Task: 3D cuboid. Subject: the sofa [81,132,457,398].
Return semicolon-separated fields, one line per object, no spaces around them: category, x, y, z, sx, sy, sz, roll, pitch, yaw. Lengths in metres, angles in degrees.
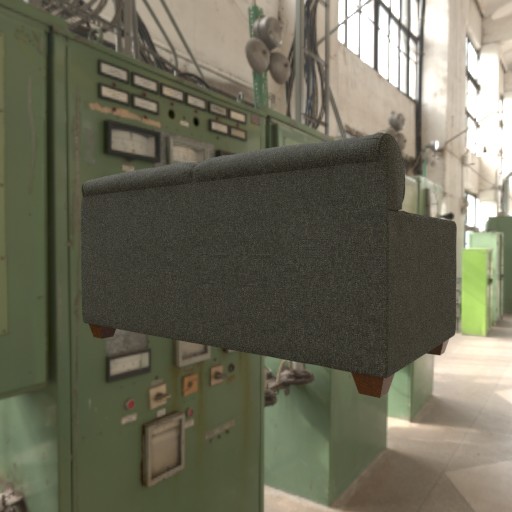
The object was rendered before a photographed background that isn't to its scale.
sofa;0.000;0.000;2.409;1.846;0.958;0.998;1;1;37
